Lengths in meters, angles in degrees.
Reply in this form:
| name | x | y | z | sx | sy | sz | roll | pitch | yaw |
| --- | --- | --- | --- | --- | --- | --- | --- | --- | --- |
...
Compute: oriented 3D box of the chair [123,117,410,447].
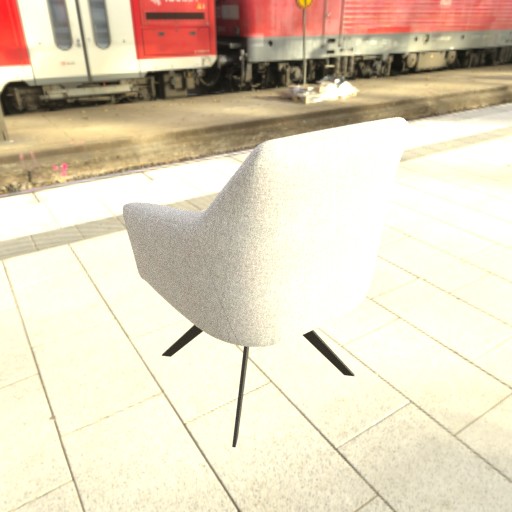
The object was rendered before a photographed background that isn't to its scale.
| name | x | y | z | sx | sy | sz | roll | pitch | yaw |
| --- | --- | --- | --- | --- | --- | --- | --- | --- | --- |
| chair | 0.000 | 0.000 | 1.341 | 0.642 | 0.874 | 0.677 | -19 | 34 | -31 |
